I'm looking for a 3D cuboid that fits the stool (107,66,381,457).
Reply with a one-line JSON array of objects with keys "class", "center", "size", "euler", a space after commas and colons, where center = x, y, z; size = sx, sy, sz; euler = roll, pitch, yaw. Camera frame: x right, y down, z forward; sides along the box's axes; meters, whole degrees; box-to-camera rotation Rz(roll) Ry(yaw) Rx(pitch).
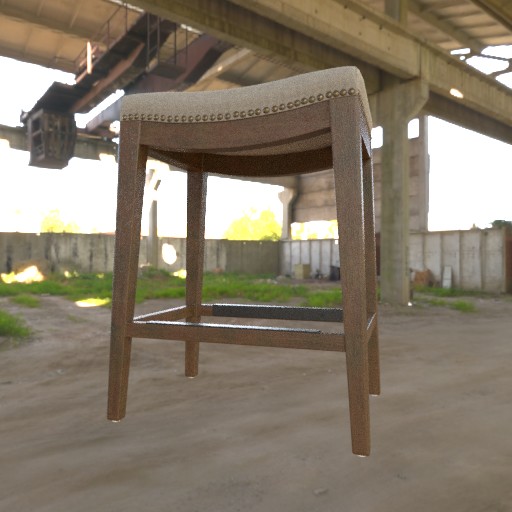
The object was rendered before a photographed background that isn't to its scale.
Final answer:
[{"class": "stool", "center": [0.000, 0.000, 0.968], "size": [0.508, 0.660, 0.356], "euler": [0, 0, 18]}]
